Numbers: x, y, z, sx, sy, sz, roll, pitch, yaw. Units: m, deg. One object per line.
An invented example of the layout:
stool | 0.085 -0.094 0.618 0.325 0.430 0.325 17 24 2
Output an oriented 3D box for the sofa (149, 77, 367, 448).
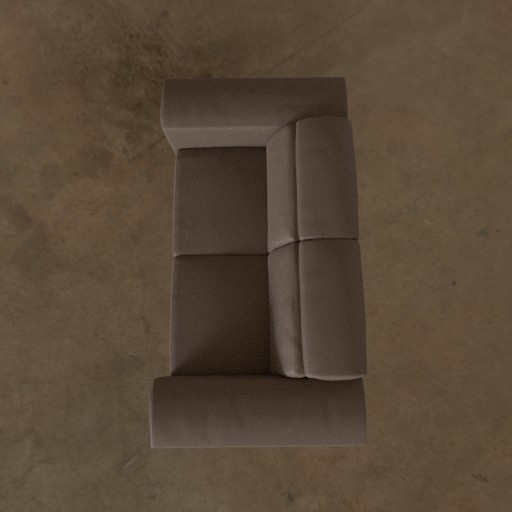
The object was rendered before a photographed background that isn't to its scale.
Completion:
sofa | 0.000 0.000 2.422 1.003 0.779 1.895 -1 78 0
